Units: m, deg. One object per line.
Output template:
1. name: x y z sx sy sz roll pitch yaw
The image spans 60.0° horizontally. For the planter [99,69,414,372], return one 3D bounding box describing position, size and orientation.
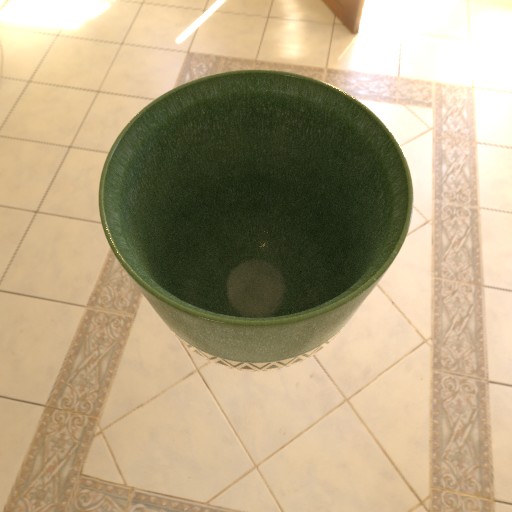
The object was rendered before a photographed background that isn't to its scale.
1. planter: 0.000 0.000 0.371 0.195 0.214 0.195 0 62 0
